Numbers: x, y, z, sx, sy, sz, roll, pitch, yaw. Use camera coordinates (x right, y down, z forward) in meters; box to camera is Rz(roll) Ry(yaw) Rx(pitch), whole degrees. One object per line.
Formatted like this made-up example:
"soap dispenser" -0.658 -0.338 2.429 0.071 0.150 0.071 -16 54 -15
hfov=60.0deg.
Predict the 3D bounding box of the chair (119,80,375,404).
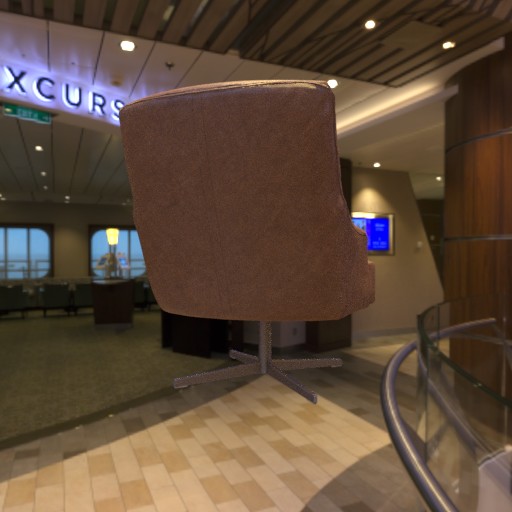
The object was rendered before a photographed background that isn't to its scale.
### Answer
"chair" 0.000 0.000 1.508 0.729 0.869 0.874 0 0 20
